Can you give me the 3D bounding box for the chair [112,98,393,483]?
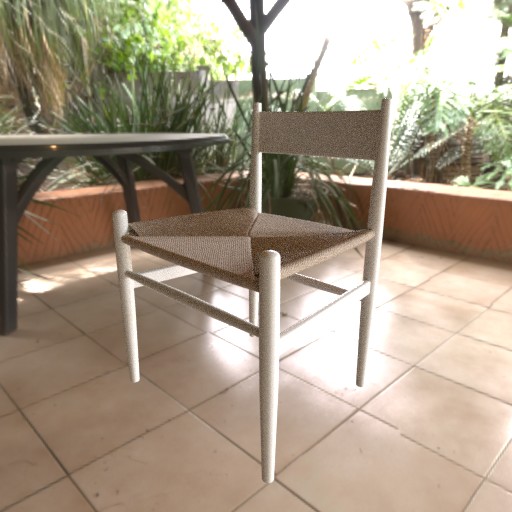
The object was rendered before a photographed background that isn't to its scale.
[{"bbox_3d":[0.000,0.000,1.135,0.556,0.762,0.495,16,23,42],"label":"chair"}]
